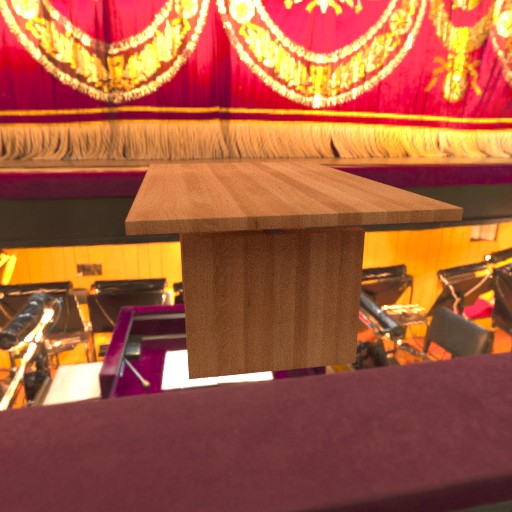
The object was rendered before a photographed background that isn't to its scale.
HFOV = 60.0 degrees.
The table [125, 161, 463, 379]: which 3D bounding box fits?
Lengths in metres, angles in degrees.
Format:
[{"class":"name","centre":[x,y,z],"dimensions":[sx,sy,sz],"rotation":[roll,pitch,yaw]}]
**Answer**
[{"class":"table","centre":[0.000,0.000,1.478],"dimensions":[0.700,0.510,1.100],"rotation":[-3,17,-10]}]
